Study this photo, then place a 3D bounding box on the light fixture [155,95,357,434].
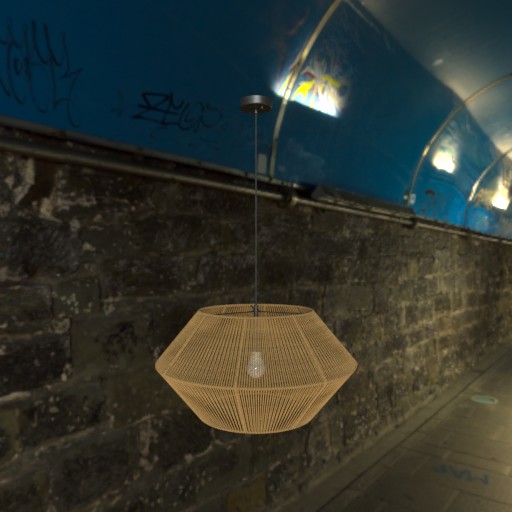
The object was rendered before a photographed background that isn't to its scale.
[{"bbox_3d":[0.000,0.000,1.441,0.643,1.009,0.643,0,0,0],"label":"light fixture"}]
